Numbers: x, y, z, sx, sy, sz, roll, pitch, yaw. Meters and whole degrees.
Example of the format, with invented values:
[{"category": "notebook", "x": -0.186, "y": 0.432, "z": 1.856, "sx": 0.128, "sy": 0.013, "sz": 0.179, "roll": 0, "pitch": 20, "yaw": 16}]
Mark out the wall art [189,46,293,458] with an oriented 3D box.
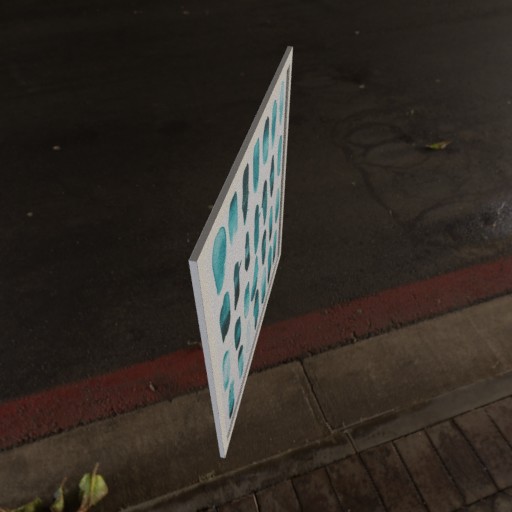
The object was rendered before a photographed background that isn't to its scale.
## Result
[{"category": "wall art", "x": 0.000, "y": 0.000, "z": 1.221, "sx": 0.013, "sy": 0.813, "sz": 0.812, "roll": 10, "pitch": 47, "yaw": 9}]
